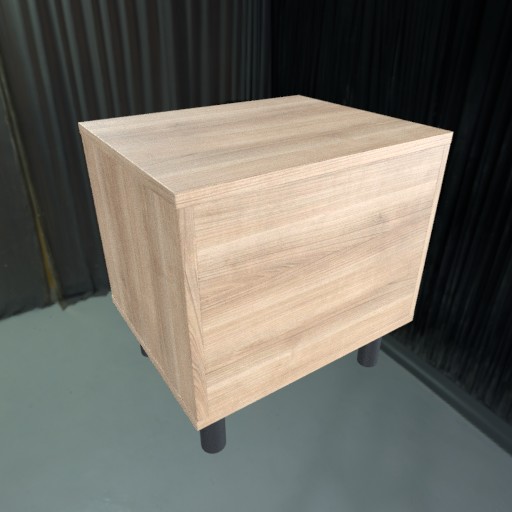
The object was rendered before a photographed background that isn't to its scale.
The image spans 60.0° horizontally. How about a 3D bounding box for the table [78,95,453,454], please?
[{"bbox_3d":[0.000,0.000,0.796,0.445,0.460,0.380,-18,34,-29],"label":"table"}]
